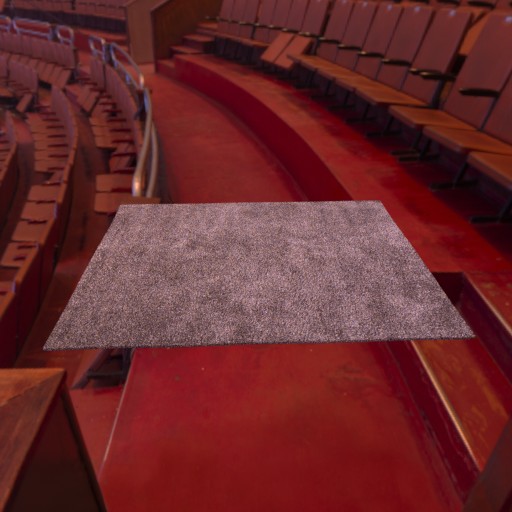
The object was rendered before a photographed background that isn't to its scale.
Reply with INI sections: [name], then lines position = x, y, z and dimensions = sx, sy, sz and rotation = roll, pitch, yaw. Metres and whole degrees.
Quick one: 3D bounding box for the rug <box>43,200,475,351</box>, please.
[rug]
position = 0.000, 0.000, 4.096
dimensions = 3.000, 0.025, 2.401
rotation = -1, 31, -2
